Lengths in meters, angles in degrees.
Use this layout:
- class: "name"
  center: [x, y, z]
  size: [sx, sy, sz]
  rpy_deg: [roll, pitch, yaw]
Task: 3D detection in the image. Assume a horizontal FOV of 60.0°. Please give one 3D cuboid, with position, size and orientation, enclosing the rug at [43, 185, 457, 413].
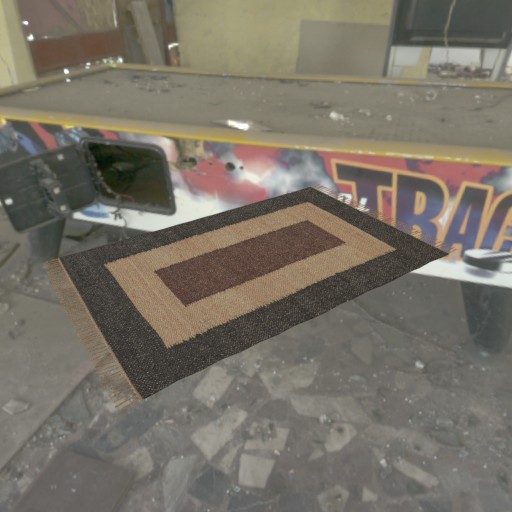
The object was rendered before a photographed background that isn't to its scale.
- class: "rug"
  center: [0.000, 0.000, 1.882]
  size: [1.541, 0.013, 0.920]
  rpy_deg: [-20, 36, -29]
